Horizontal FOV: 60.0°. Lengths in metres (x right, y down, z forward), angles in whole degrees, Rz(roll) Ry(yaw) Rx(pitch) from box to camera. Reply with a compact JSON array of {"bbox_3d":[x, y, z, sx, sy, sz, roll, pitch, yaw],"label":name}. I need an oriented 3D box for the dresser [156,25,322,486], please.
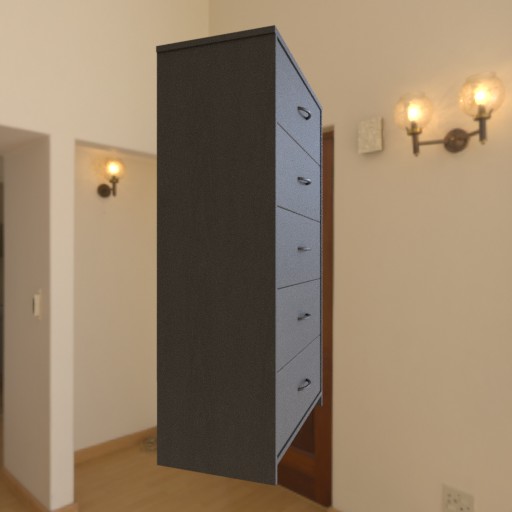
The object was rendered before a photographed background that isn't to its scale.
[{"bbox_3d":[0.000,0.000,1.593,0.399,1.255,0.704,0,0,19],"label":"dresser"}]
